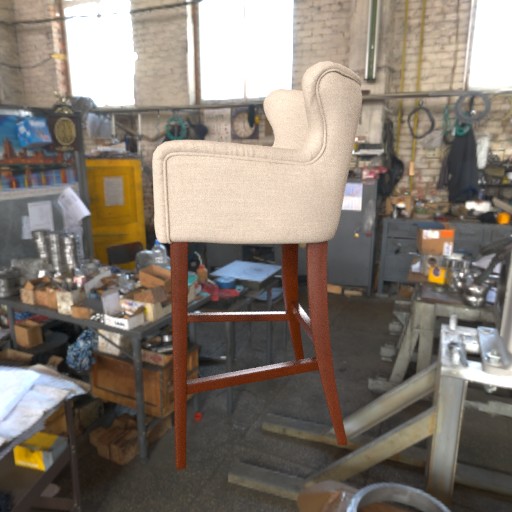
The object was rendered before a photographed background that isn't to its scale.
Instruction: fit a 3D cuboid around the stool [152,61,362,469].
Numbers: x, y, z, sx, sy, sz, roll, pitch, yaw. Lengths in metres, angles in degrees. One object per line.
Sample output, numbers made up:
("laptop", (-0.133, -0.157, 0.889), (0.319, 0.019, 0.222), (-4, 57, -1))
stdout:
("stool", (0.000, 0.000, 1.357), (0.563, 1.034, 0.556), (-2, 14, -9))
